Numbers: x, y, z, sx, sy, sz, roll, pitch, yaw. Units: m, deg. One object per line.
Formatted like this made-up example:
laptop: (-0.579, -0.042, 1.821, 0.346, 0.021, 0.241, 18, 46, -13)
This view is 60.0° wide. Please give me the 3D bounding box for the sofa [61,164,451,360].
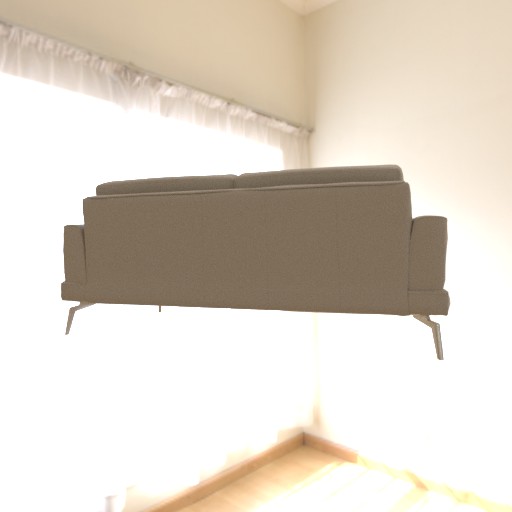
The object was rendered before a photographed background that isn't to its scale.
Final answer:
sofa: (0.000, 0.000, 2.801, 2.177, 0.930, 1.121, 0, 0, 18)
